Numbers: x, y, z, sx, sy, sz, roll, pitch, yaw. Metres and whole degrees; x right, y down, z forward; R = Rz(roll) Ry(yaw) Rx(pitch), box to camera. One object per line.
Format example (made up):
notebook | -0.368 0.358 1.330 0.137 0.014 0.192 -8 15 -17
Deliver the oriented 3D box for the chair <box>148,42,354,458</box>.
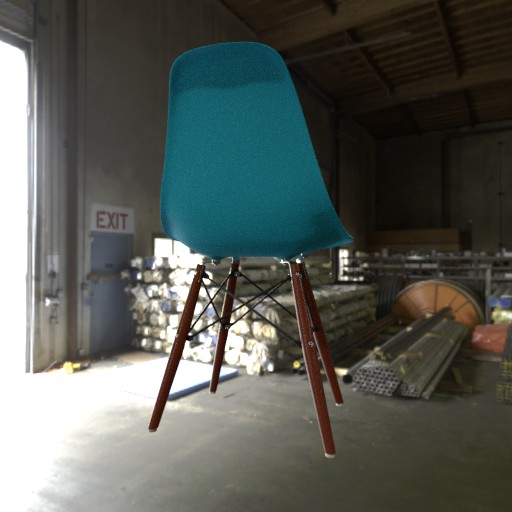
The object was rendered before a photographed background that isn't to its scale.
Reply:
chair | 0.000 0.000 1.117 0.470 0.826 0.533 0 0 16
